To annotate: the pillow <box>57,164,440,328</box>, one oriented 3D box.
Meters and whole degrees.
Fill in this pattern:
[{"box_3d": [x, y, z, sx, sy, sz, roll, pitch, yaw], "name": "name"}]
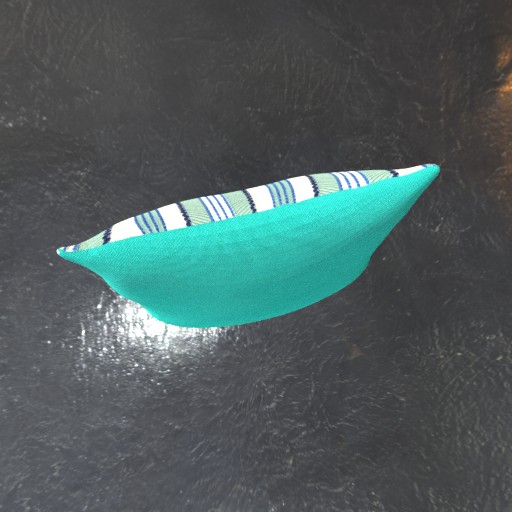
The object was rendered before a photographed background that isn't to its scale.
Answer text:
[{"box_3d": [0.000, 0.000, 0.689, 0.440, 0.441, 0.182, -13, 76, -3], "name": "pillow"}]
